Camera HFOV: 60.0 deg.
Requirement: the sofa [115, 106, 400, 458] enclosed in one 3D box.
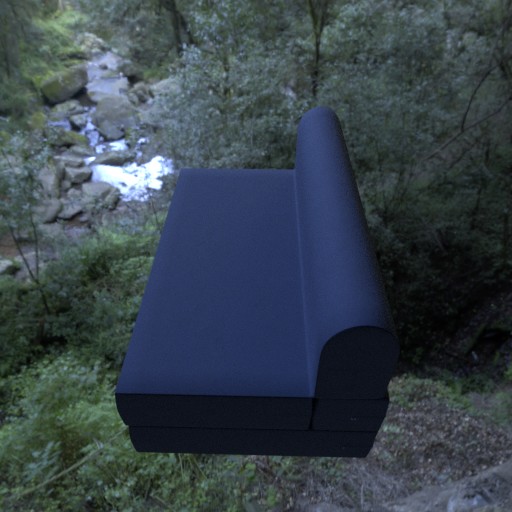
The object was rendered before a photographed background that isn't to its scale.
[{"bbox_3d":[0.000,0.000,1.661,0.762,0.660,1.219,1,41,1],"label":"sofa"}]
